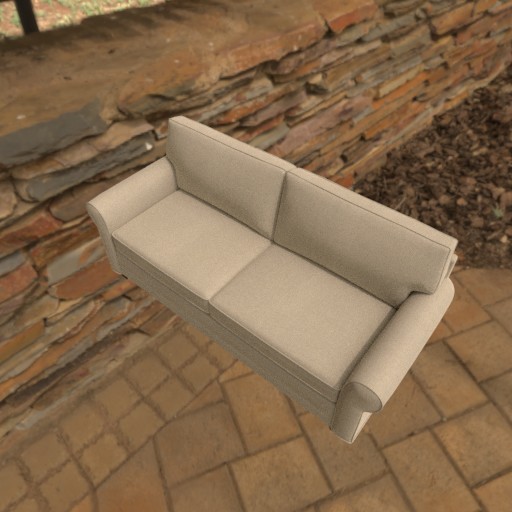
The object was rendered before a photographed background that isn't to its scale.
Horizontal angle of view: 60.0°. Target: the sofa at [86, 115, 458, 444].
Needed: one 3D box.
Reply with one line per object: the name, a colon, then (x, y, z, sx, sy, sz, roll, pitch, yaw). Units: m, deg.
sofa: (0.000, 0.000, 2.704, 2.146, 0.962, 0.901, 30, 53, 26)
